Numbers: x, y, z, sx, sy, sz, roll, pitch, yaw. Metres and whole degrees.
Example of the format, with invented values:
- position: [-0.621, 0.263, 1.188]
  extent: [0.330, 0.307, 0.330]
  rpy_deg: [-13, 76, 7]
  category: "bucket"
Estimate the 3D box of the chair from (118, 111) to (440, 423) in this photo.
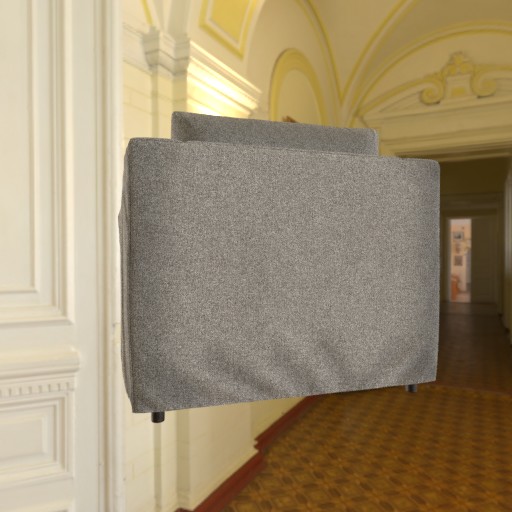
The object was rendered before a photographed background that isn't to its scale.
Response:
- position: [0.000, 0.000, 2.026]
  extent: [1.194, 1.059, 1.071]
  rpy_deg: [0, 0, -18]
  category: "chair"
